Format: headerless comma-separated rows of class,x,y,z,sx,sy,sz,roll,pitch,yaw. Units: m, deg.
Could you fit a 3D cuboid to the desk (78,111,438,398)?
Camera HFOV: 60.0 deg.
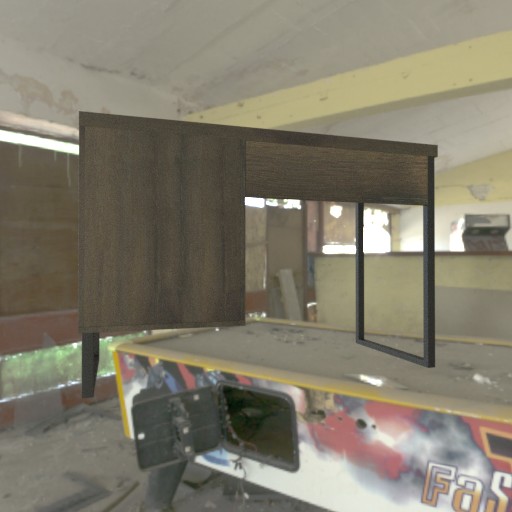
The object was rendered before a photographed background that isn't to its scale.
desk,0.000,0.000,1.570,1.134,0.752,0.511,0,-1,-18
